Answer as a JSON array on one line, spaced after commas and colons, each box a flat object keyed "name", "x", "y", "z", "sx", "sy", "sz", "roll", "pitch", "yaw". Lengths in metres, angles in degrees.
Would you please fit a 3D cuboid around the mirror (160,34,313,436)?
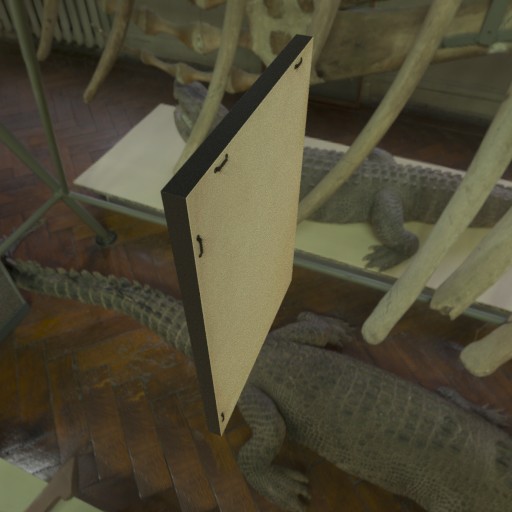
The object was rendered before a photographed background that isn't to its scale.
[{"name": "mirror", "x": 0.000, "y": 0.000, "z": 0.932, "sx": 0.039, "sy": 0.710, "sz": 0.507, "roll": 16, "pitch": 49, "yaw": 15}]
